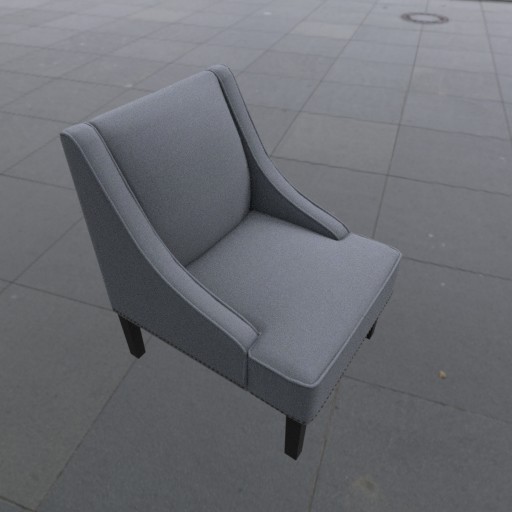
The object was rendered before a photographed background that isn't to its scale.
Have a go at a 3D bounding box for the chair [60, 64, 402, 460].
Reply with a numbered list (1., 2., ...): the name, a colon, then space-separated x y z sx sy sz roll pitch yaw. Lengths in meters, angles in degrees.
1. chair: 0.000 0.000 1.366 0.747 0.867 0.631 24 46 25
